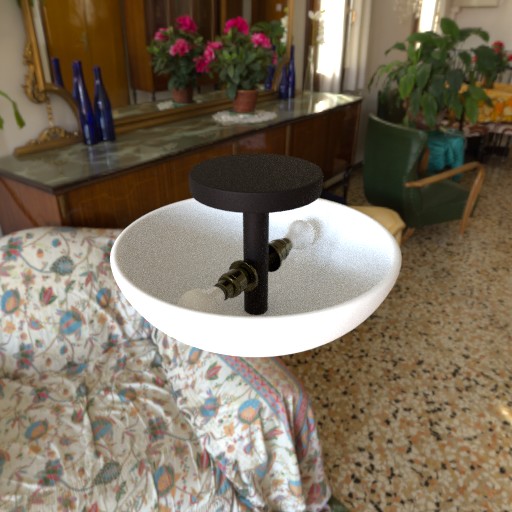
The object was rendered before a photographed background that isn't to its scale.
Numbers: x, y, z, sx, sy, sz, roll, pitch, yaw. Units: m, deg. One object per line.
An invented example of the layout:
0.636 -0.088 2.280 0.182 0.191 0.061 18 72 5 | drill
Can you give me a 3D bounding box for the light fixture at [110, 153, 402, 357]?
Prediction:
0.000 0.000 0.534 0.331 0.212 0.331 0 28 0 | light fixture
